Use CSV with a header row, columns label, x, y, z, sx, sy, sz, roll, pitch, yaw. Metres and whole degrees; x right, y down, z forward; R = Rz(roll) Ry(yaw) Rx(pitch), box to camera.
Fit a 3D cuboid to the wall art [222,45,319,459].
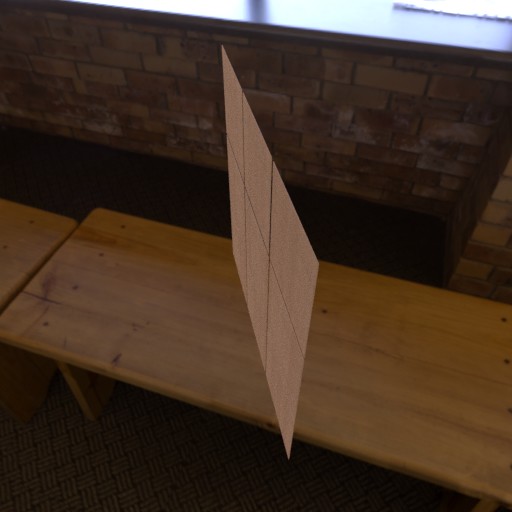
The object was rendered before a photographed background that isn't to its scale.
label,x,y,z,sx,sy,sz,roll,pitch,yaw
wall art,0.000,0.000,2.255,0.002,1.505,1.517,-9,47,-9
